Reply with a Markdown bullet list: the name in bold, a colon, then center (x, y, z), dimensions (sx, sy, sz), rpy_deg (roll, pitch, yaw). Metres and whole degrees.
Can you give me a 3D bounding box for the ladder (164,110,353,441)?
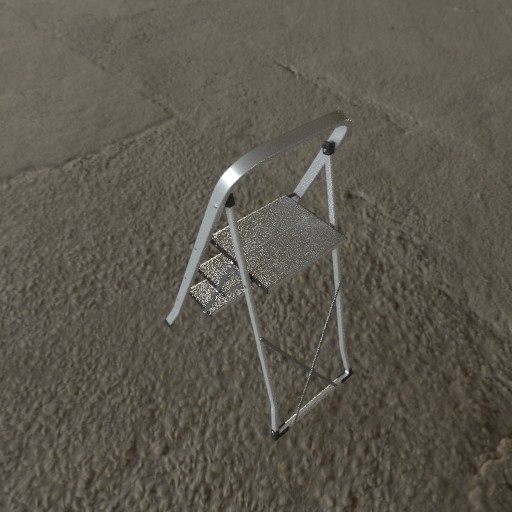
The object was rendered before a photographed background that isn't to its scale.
- **ladder**: center (0.000, 0.000, 1.463), dimensions (0.465, 1.070, 0.704), rpy_deg (-31, 54, -27)
